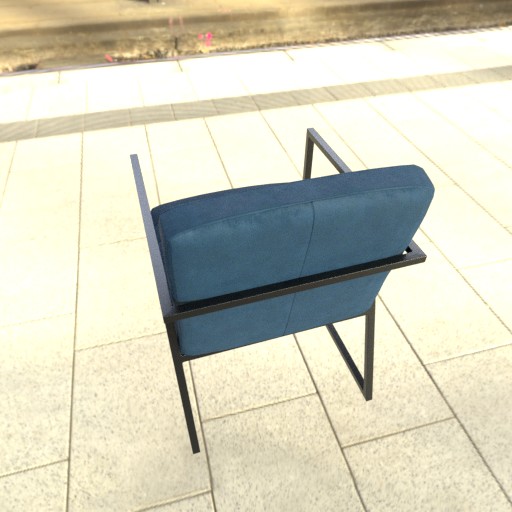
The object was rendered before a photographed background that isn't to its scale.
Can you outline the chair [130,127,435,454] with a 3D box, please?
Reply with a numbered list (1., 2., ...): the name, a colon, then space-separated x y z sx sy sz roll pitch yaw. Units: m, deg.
1. chair: 0.000 0.000 1.258 0.571 0.833 0.677 -12 44 -13
